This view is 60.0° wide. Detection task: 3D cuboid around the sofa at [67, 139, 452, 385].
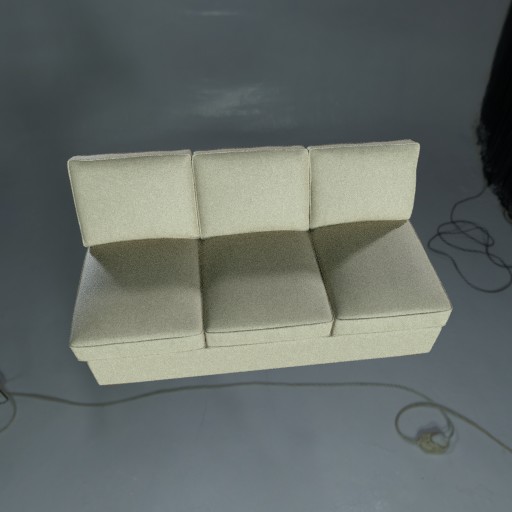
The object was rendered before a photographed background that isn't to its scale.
[{"bbox_3d":[0.000,0.000,2.528,1.962,0.973,1.027,-5,47,-4],"label":"sofa"}]
